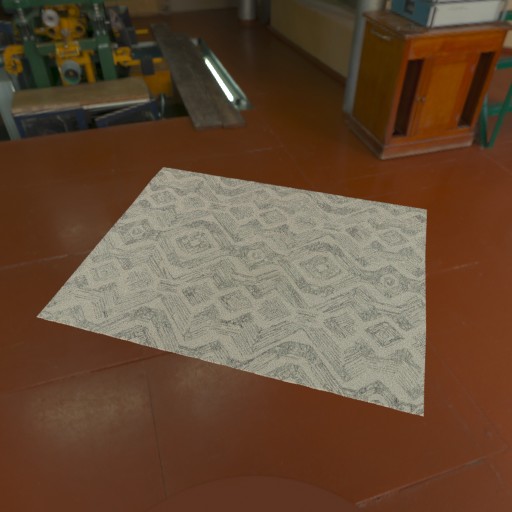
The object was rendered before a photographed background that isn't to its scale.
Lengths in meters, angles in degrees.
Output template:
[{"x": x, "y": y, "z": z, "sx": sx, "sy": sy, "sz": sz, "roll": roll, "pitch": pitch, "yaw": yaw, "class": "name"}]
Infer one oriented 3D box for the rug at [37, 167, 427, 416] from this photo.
[{"x": 0.000, "y": 0.000, "z": 4.138, "sx": 3.054, "sy": 0.030, "sz": 2.430, "roll": 11, "pitch": 43, "yaw": 12, "class": "rug"}]
